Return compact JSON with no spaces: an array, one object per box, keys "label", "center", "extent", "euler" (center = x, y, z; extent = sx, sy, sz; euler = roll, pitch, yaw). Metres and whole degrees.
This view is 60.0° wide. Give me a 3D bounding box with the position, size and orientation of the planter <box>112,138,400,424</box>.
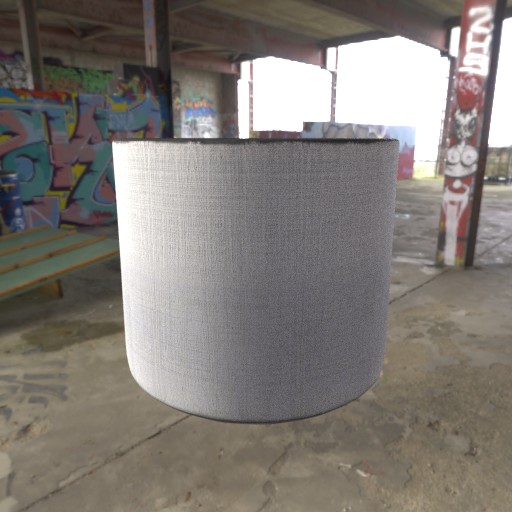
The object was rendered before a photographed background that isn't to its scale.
[{"label":"planter","center":[0.000,0.000,0.430],"extent":[0.254,0.221,0.254],"euler":[0,15,0]}]
